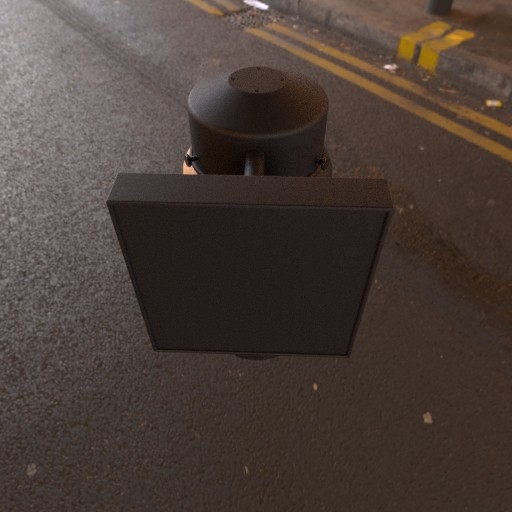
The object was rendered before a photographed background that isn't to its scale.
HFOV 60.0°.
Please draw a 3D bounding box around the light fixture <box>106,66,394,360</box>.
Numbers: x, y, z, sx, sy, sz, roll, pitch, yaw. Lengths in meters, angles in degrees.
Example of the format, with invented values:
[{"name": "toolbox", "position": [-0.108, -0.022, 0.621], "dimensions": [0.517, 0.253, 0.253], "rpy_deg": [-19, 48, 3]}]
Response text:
[{"name": "light fixture", "position": [0.000, 0.000, 0.351], "dimensions": [0.130, 0.257, 0.176], "rpy_deg": [2, 47, 1]}]
